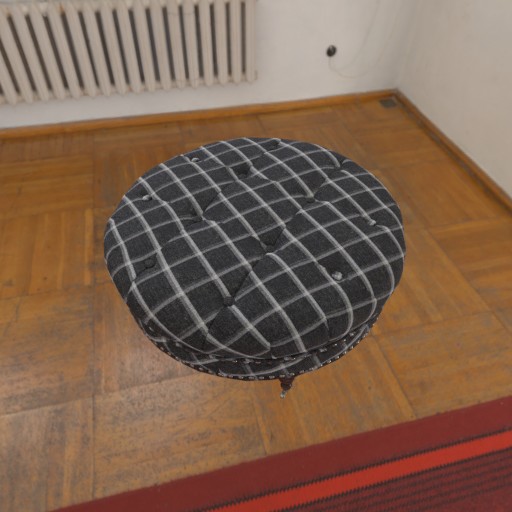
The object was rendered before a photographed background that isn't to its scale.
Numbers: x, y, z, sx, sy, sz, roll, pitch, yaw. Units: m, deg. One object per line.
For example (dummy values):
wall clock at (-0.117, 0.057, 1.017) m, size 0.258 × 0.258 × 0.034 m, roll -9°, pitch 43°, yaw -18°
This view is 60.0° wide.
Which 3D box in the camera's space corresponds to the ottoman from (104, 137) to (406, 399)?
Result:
ottoman at (0.000, 0.000, 1.438) m, size 0.901 × 0.439 × 0.901 m, roll 0°, pitch 45°, yaw 0°
